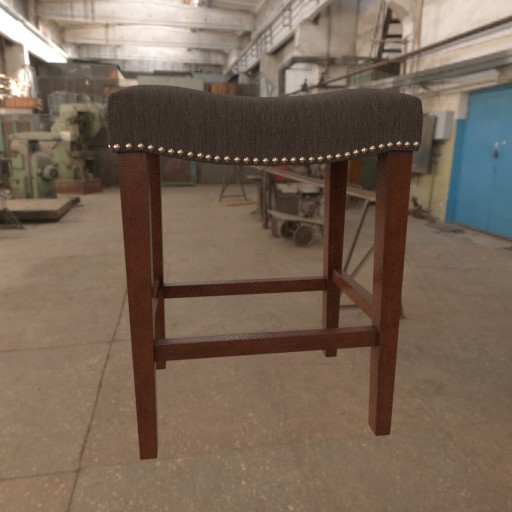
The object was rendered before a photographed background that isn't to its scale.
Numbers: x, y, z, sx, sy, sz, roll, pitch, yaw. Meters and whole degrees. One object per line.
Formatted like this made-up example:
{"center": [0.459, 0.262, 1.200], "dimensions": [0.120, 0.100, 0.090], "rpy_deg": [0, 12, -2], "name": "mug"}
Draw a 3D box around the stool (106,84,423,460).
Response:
{"center": [0.000, 0.000, 0.926], "dimensions": [0.504, 0.654, 0.372], "rpy_deg": [-2, 15, -8], "name": "stool"}
